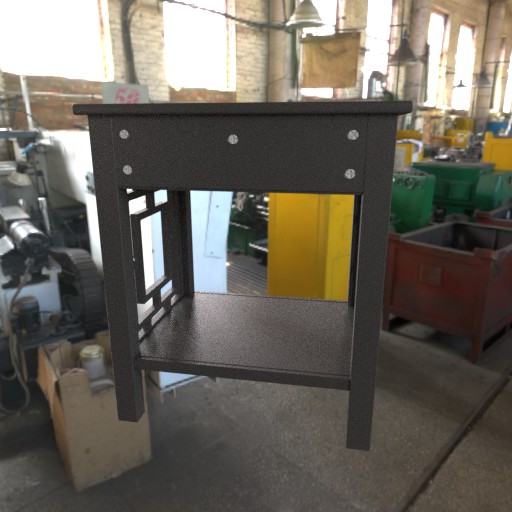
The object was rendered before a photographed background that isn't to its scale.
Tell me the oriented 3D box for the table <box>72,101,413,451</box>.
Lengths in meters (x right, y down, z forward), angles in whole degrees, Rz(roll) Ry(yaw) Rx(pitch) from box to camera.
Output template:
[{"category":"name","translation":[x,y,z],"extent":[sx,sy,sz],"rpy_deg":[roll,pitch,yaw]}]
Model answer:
[{"category":"table","translation":[0.000,0.000,1.019],"extent":[0.564,0.646,0.451],"rpy_deg":[3,16,10]}]
